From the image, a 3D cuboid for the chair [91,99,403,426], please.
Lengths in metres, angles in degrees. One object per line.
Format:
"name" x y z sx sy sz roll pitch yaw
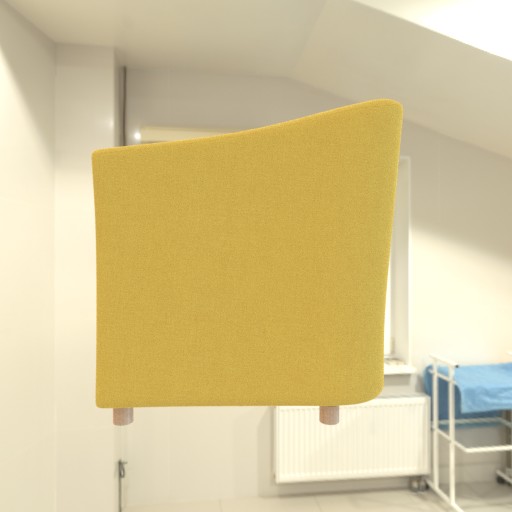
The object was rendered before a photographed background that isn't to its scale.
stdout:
"chair" 0.000 0.000 1.295 0.700 0.720 0.790 0 0 0
